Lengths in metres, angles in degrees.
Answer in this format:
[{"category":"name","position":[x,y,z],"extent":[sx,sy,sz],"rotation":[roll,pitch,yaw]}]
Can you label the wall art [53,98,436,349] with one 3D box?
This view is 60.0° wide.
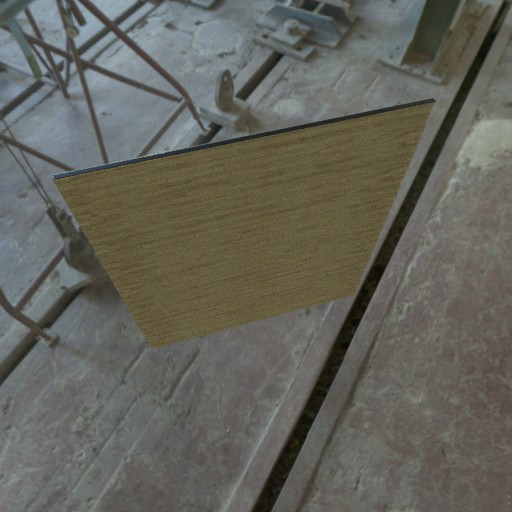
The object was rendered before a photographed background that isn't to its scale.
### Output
[{"category":"wall art","position":[0.000,0.000,0.778],"extent":[0.483,0.559,0.009],"rotation":[-14,59,-8]}]
